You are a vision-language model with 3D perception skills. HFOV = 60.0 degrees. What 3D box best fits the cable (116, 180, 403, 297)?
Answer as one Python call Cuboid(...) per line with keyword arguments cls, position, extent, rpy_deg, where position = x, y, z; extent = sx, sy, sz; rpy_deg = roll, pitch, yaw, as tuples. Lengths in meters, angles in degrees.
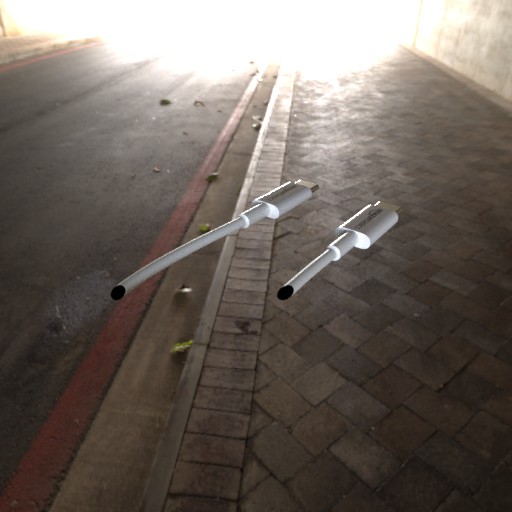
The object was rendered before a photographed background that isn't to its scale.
Cuboid(cls="cable", position=(0.000, 0.000, 0.114), extent=(0.041, 0.005, 0.098), rpy_deg=(22, 38, 32))
